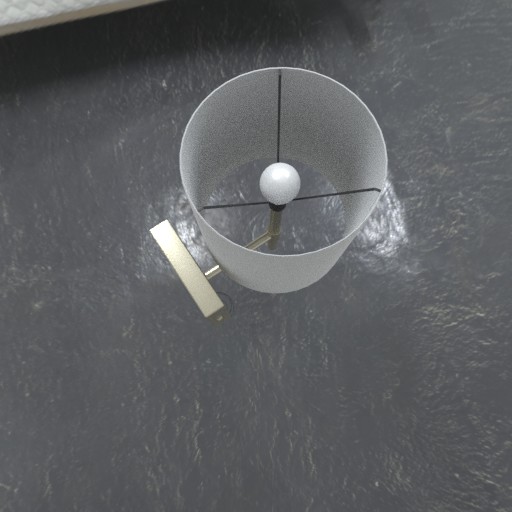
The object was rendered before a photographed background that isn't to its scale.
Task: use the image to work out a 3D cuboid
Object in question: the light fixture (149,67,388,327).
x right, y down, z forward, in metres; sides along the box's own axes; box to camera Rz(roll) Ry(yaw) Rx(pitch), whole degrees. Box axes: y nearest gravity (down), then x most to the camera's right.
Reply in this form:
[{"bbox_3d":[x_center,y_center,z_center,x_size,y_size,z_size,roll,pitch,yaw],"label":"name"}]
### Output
[{"bbox_3d":[0.000,0.000,0.681,0.248,0.589,0.188,-33,78,-8],"label":"light fixture"}]
